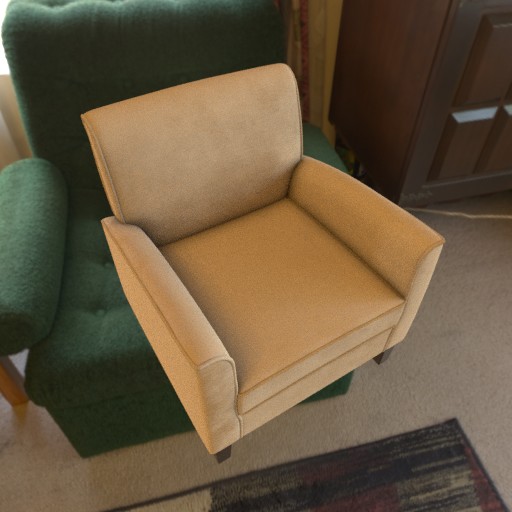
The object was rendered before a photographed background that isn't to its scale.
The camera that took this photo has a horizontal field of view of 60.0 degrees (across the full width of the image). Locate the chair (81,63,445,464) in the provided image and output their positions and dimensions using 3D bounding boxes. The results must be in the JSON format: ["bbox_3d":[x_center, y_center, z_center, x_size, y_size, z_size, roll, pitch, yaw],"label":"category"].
[{"bbox_3d":[0.000,0.000,1.502,0.820,0.915,0.821,-24,50,-22],"label":"chair"}]
